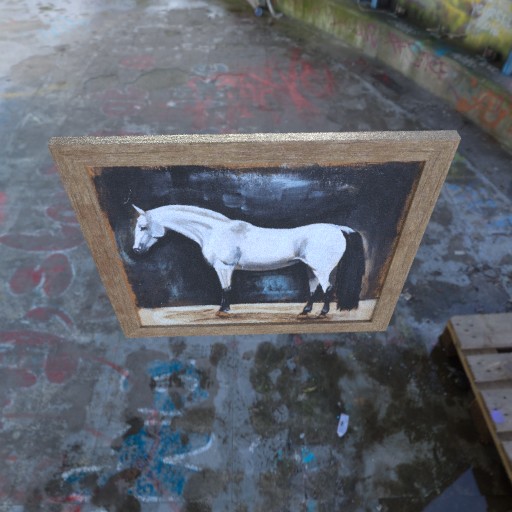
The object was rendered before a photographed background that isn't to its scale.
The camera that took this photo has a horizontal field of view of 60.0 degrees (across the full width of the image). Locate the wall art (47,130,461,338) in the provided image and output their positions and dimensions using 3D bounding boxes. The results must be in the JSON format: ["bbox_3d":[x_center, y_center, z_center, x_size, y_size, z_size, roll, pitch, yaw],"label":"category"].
[{"bbox_3d":[0.000,0.000,0.963,0.690,0.588,0.026,-1,47,-1],"label":"wall art"}]
